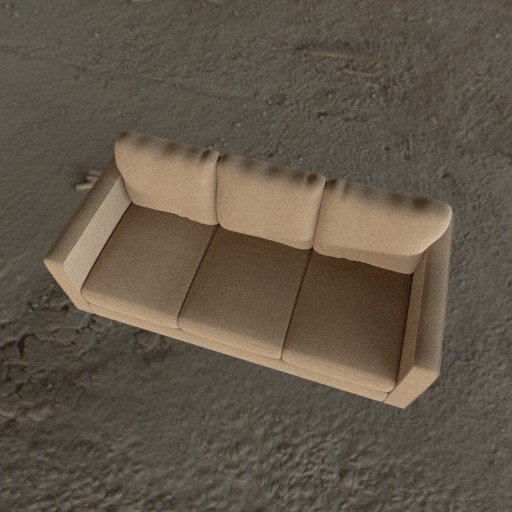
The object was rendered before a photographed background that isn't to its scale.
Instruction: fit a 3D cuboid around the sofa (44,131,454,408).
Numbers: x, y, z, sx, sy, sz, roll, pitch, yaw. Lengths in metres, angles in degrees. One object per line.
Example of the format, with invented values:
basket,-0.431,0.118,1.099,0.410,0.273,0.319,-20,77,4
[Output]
sofa,0.000,0.000,2.344,1.855,0.800,0.930,15,58,9
